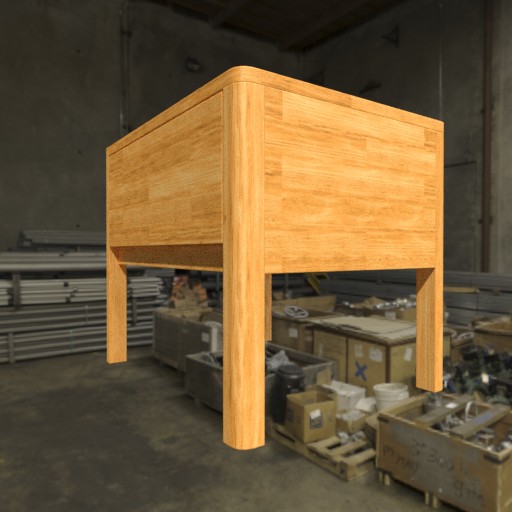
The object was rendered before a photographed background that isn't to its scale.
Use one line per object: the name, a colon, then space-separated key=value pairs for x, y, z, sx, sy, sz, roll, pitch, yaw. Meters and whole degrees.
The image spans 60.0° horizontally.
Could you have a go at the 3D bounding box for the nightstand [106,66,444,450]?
nightstand: x=0.000 y=0.000 z=0.889 sx=0.440 sy=0.470 sz=0.560 roll=0 pitch=1 yaw=-35
